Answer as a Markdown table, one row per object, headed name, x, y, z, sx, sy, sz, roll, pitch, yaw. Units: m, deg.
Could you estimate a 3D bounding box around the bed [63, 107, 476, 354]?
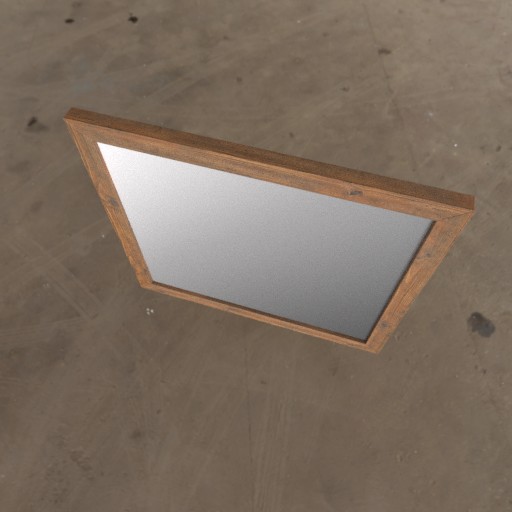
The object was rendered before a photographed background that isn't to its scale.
| name | x | y | z | sx | sy | sz | roll | pitch | yaw |
| --- | --- | --- | --- | --- | --- | --- | --- | --- | --- |
| bed | 0.000 | 0.000 | 1.490 | 1.046 | 0.942 | 0.046 | 15 | 59 | 9 |
